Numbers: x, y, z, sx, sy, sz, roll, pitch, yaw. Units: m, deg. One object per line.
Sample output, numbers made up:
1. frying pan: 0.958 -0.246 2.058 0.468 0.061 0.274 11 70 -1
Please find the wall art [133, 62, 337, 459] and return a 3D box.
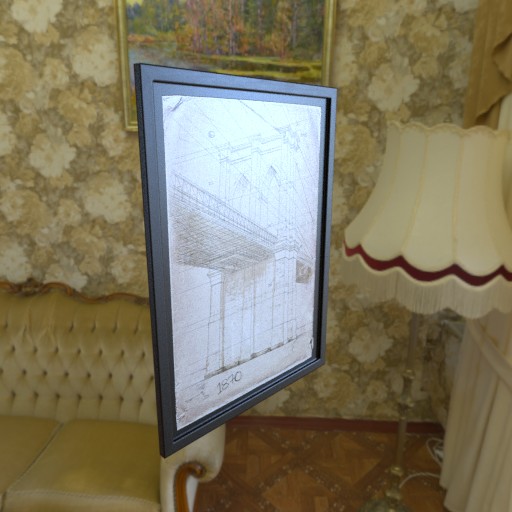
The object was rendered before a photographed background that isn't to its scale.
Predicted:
1. wall art: 0.000 0.000 0.877 0.016 0.657 0.480 15 21 43
